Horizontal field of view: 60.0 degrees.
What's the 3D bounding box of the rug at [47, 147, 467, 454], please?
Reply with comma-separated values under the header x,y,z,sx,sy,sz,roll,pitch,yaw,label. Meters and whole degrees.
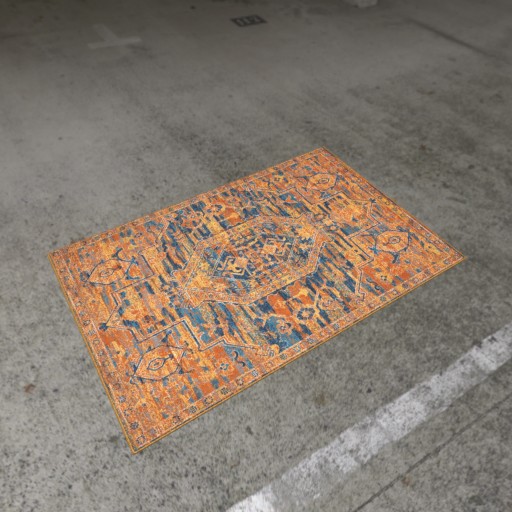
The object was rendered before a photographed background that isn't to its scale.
x,y,z,sx,sy,sz,roll,pitch,yaw,label
0.000,0.000,2.212,1.758,0.013,1.148,-25,52,-21,rug
